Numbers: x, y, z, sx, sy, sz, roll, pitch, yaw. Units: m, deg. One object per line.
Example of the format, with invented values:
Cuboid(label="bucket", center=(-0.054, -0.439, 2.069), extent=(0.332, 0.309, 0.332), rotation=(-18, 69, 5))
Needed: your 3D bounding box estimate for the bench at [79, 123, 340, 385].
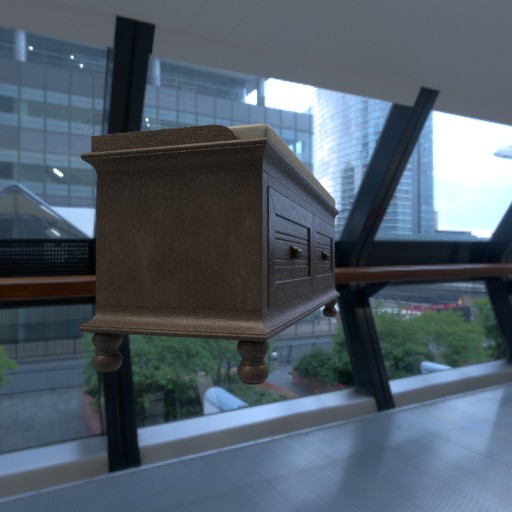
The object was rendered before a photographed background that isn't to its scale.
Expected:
Cuboid(label="bench", center=(0.000, 0.000, 1.425), extent=(0.402, 0.501, 1.185), rotation=(0, -1, 17))
